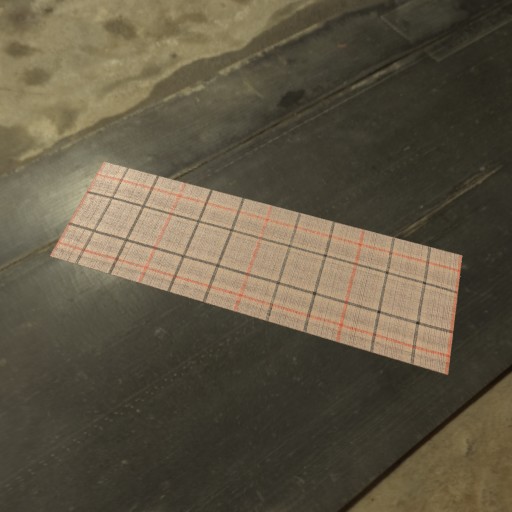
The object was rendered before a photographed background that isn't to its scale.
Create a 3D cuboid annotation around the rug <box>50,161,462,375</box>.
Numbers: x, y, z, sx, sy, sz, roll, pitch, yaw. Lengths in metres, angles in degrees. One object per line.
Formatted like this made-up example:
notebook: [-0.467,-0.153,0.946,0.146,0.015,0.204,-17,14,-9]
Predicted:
rug: [0.000,0.000,2.747,2.439,0.008,0.762,16,65,7]
